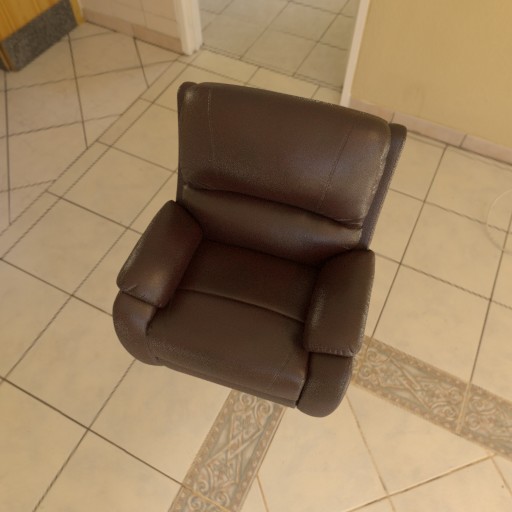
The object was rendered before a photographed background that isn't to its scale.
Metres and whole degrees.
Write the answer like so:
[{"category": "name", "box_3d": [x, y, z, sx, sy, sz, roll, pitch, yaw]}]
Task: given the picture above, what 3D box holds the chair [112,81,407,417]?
[{"category": "chair", "box_3d": [0.000, 0.000, 1.759, 0.930, 1.011, 0.899, 15, 59, 9]}]
